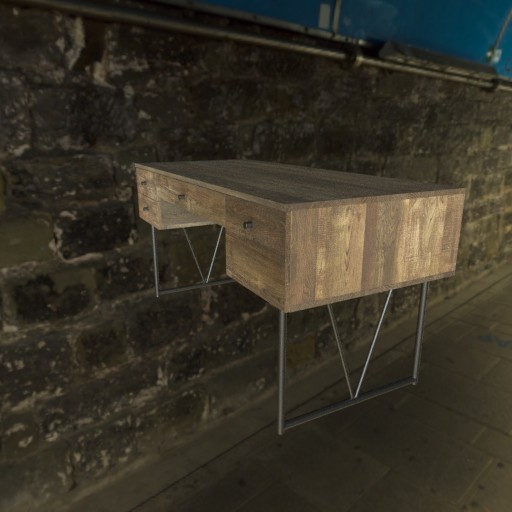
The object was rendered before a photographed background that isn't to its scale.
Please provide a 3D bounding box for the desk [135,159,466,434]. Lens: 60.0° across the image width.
[{"bbox_3d":[0.000,0.000,2.096,0.730,0.780,1.600,-9,18,-27],"label":"desk"}]
